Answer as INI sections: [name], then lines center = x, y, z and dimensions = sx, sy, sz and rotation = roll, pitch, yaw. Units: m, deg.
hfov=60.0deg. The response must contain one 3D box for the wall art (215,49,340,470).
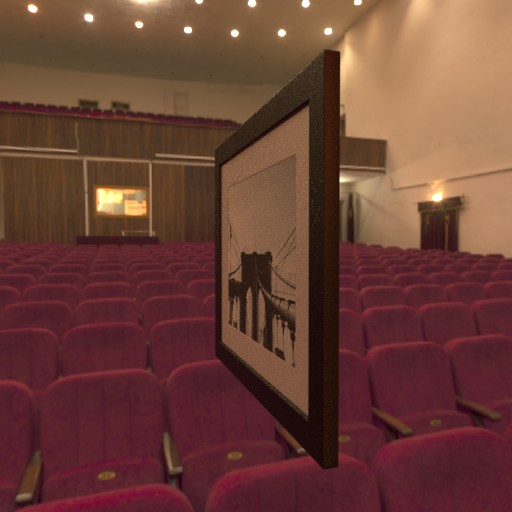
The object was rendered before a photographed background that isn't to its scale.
[wall art]
center = 0.000, 0.000, 0.722
dimensions = 0.018, 0.450, 0.521
rotation = 0, 2, -18
